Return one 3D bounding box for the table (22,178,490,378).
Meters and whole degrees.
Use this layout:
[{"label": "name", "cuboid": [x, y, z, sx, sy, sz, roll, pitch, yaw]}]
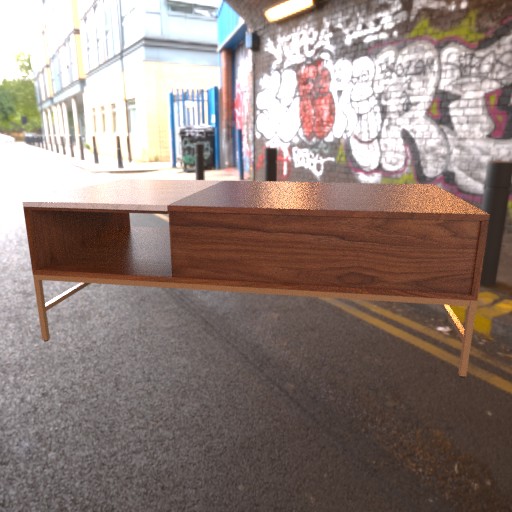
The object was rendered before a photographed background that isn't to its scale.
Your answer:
[{"label": "table", "cuboid": [0.000, 0.000, 1.899, 1.553, 0.551, 0.789, 3, 16, 10]}]
